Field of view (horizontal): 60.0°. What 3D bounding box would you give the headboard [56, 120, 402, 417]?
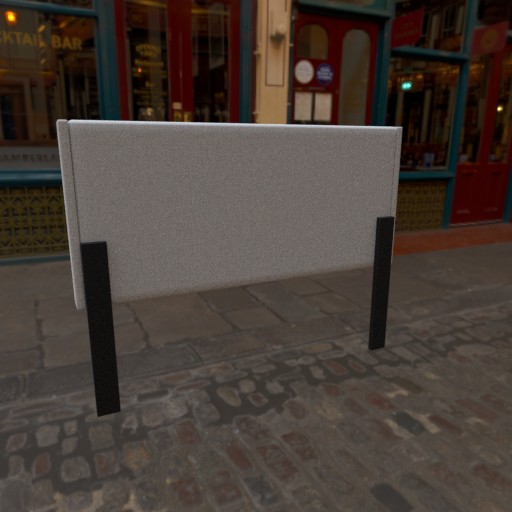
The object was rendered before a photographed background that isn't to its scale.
[{"bbox_3d":[0.000,0.000,2.672,2.051,1.524,0.184,-7,16,-25],"label":"headboard"}]
